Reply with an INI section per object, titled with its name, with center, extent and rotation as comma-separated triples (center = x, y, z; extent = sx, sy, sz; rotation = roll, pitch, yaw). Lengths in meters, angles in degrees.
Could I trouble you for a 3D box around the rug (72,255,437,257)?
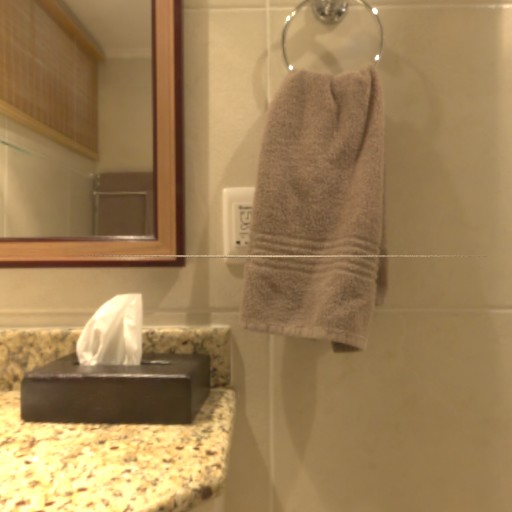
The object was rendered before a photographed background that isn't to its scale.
[rug]
center = 0.000, 0.000, 4.060
extent = 2.453, 0.004, 3.037
rotation = 0, 0, -37
